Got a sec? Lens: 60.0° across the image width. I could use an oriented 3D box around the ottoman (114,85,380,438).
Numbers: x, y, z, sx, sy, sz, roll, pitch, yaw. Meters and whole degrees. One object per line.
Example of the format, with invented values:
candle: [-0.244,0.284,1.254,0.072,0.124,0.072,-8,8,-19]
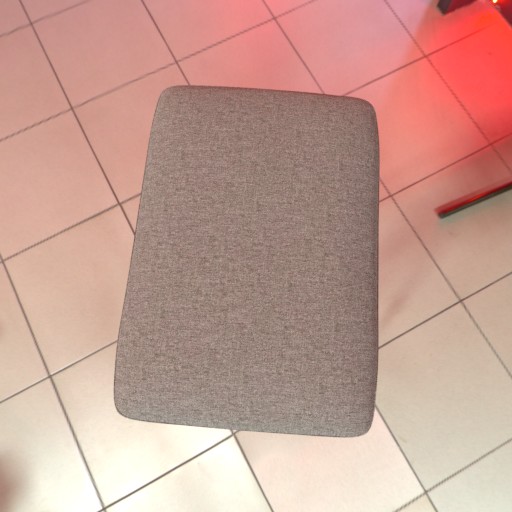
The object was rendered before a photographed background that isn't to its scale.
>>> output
ottoman: [0.000,0.000,1.360,0.694,0.451,0.977,4,75,1]
